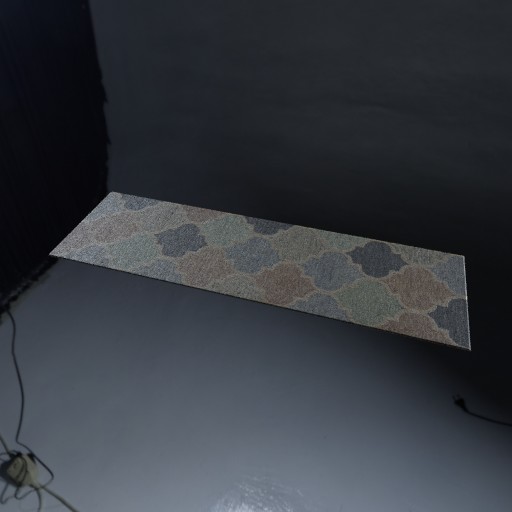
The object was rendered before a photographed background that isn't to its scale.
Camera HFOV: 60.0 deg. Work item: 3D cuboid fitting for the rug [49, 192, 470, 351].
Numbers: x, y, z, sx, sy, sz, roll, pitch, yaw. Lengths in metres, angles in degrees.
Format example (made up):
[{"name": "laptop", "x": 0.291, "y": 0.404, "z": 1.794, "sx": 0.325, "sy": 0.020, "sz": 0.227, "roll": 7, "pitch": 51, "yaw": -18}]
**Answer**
[{"name": "rug", "x": 0.000, "y": 0.000, "z": 2.548, "sx": 2.287, "sy": 0.011, "sz": 0.687, "roll": 11, "pitch": 43, "yaw": 13}]
